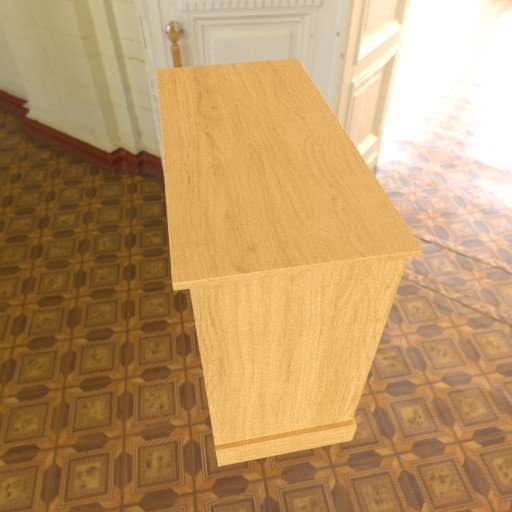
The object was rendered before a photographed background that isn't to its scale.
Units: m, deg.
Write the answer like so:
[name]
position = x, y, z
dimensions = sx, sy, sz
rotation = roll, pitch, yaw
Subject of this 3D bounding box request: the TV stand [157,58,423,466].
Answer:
[TV stand]
position = 0.000, 0.000, 1.303
dimensions = 0.430, 0.787, 0.851
rotation = -8, 45, -8
